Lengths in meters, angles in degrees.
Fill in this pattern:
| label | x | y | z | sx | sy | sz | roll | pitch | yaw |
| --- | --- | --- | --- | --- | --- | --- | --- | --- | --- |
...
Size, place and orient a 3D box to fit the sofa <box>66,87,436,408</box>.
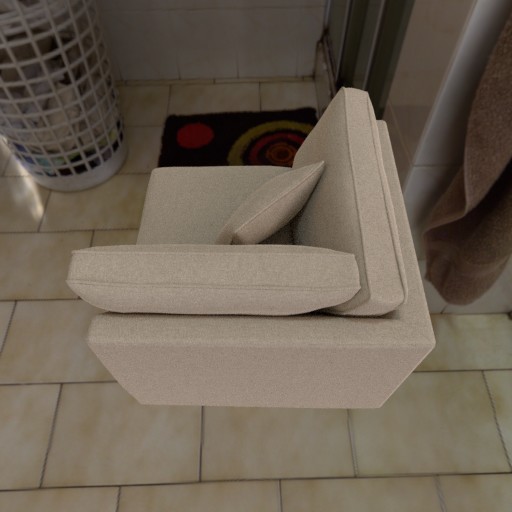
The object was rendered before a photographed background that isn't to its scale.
| label | x | y | z | sx | sy | sz | roll | pitch | yaw |
| --- | --- | --- | --- | --- | --- | --- | --- | --- | --- |
| sofa | 0.000 | 0.000 | 1.937 | 1.146 | 1.002 | 1.084 | 1 | 57 | 0 |
